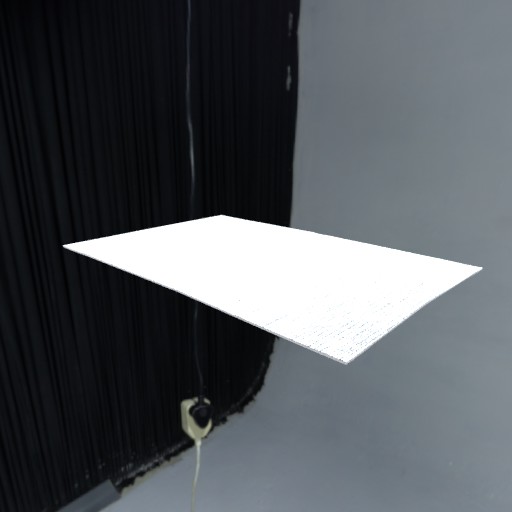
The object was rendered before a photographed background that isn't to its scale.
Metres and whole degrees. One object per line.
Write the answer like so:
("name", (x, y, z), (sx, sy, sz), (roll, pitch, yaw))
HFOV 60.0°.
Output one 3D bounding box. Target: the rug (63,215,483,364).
("rug", (0.000, 0.000, 2.191), (1.773, 0.021, 1.149), (15, 22, 41))
